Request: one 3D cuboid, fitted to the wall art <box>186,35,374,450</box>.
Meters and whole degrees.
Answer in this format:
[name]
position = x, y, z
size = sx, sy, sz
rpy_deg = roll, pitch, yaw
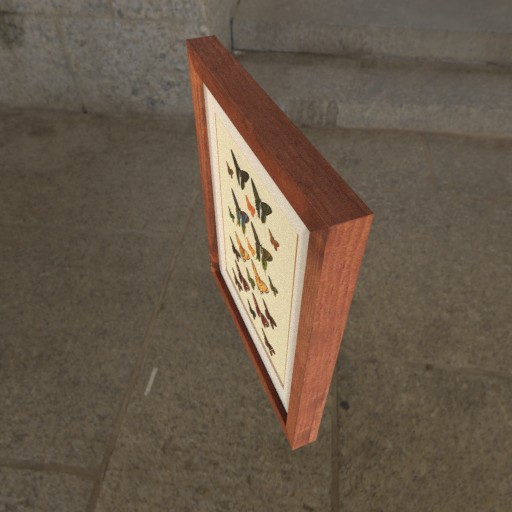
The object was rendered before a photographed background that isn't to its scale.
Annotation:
[wall art]
position = 0.000, 0.000, 0.614
size = 0.039, 0.449, 0.377
rpy_deg = -17, 49, -15
